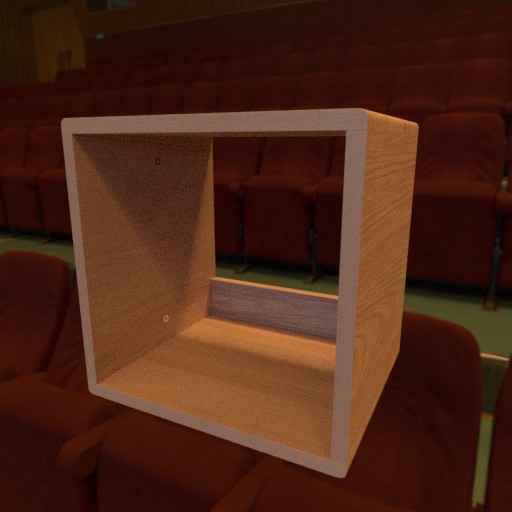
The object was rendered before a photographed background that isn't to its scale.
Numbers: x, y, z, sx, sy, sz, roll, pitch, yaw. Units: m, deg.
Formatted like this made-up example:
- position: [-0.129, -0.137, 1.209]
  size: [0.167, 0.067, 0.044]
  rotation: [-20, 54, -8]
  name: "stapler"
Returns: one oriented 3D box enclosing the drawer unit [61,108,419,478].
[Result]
- position: [0.000, 0.000, 0.588]
  size: [0.344, 0.344, 0.290]
  rotation: [7, 16, 26]
  name: "drawer unit"
